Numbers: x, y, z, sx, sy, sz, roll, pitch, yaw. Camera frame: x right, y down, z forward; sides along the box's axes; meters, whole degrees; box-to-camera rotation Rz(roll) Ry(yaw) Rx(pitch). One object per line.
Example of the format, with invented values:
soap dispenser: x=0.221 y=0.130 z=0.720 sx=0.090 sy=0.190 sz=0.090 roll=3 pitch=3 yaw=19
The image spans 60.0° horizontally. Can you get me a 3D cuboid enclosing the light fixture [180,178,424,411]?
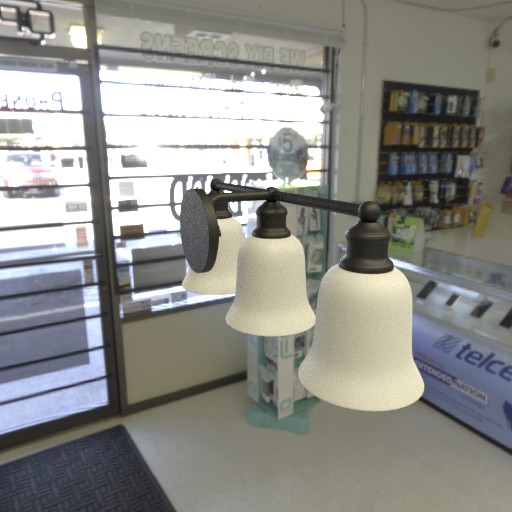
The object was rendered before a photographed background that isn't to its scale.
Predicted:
light fixture: x=0.000 y=0.000 z=0.673 sx=0.198 sy=0.211 sz=0.570 roll=-7 pitch=15 yaw=-27
